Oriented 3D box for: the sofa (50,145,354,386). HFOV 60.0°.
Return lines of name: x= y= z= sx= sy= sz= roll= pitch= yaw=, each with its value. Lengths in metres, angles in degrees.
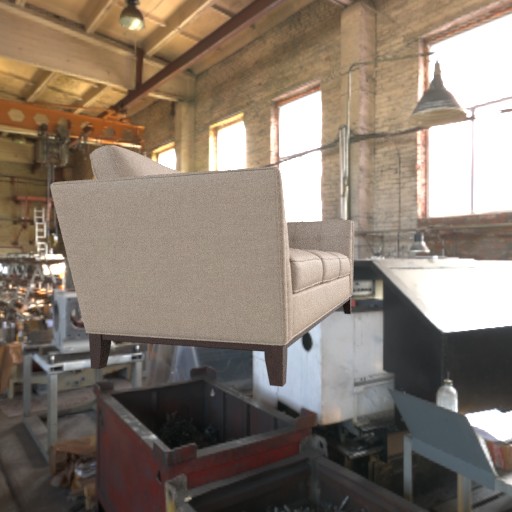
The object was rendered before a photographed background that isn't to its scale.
sofa: x=0.000 y=0.000 z=2.763 sx=0.965 sy=0.940 sz=2.388 roll=0 pitch=0 yaw=18
